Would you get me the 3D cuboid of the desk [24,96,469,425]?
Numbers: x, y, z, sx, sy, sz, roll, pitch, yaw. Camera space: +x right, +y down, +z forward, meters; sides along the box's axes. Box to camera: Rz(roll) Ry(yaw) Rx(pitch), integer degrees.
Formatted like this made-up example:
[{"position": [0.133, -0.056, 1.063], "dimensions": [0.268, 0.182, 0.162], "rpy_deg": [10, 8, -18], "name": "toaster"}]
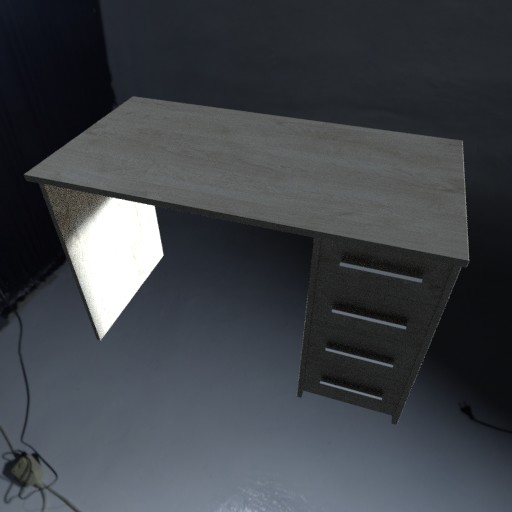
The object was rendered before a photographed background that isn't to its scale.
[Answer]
[{"position": [0.000, 0.000, 1.469], "dimensions": [1.096, 0.730, 0.560], "rpy_deg": [12, 42, 14], "name": "desk"}]
